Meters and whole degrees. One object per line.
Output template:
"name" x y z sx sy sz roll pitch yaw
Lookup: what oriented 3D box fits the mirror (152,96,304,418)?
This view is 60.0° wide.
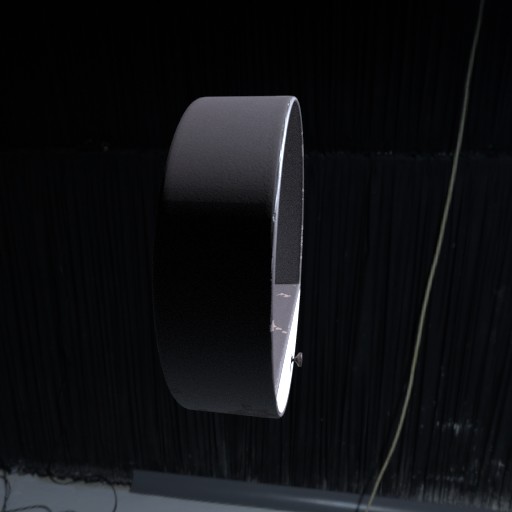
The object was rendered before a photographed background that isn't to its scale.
"mirror" 0.000 0.000 0.570 0.126 0.386 0.386 3 16 9
